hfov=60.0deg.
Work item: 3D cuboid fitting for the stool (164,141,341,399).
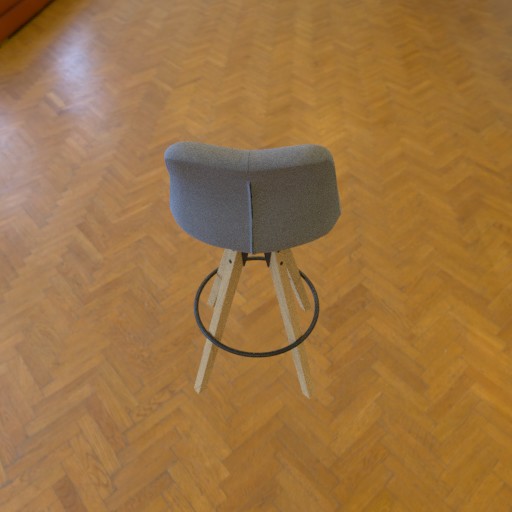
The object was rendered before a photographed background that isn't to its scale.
[{"bbox_3d":[0.000,0.000,1.401,0.485,1.115,0.550,2,47,2],"label":"stool"}]
